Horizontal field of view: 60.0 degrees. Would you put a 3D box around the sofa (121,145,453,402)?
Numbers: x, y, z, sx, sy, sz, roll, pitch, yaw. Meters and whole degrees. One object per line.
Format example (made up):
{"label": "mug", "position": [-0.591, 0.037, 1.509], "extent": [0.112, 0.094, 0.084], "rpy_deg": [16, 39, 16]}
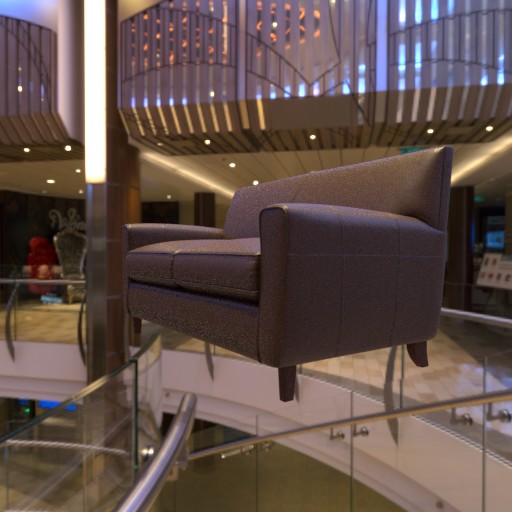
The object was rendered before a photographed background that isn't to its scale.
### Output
{"label": "sofa", "position": [0.000, 0.000, 2.075], "extent": [0.853, 0.859, 1.468], "rpy_deg": [-1, 1, -35]}
